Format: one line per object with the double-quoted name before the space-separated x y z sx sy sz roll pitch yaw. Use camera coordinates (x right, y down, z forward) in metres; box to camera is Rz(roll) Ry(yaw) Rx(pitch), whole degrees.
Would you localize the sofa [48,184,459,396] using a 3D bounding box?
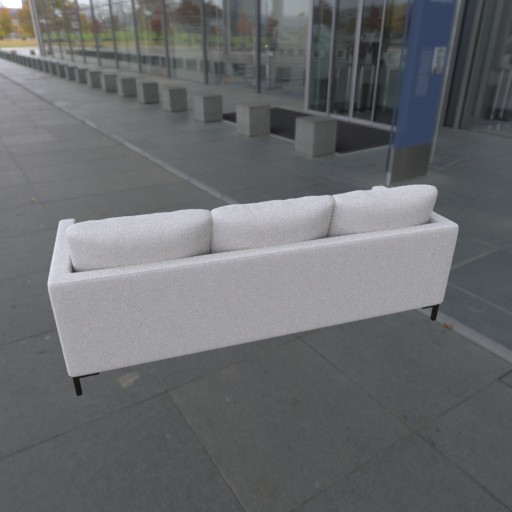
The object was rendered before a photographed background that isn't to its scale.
"sofa" 0.000 0.000 2.711 2.218 0.874 0.859 -8 27 -16
